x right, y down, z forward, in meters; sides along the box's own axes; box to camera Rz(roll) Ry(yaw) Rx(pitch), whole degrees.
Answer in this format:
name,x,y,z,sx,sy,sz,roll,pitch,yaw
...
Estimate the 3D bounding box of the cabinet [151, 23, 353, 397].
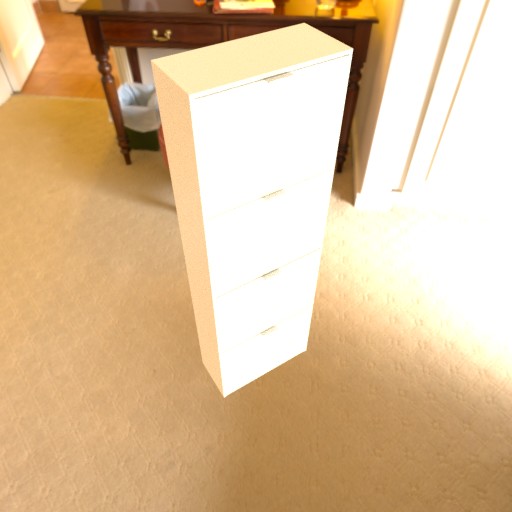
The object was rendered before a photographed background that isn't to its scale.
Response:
name,x,y,z,sx,sy,sz,roll,pitch,yaw
cabinet,0.000,0.000,1.827,0.520,1.630,0.255,-25,52,-21
